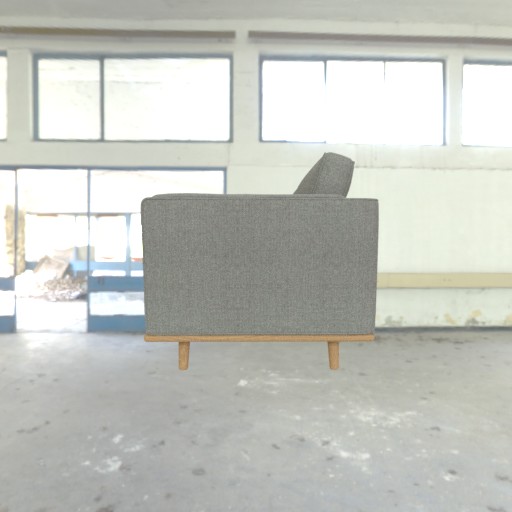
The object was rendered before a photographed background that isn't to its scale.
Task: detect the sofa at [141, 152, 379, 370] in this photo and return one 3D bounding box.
[{"bbox_3d":[0.000,0.000,2.761,0.903,0.899,2.362,0,0,-1],"label":"sofa"}]
